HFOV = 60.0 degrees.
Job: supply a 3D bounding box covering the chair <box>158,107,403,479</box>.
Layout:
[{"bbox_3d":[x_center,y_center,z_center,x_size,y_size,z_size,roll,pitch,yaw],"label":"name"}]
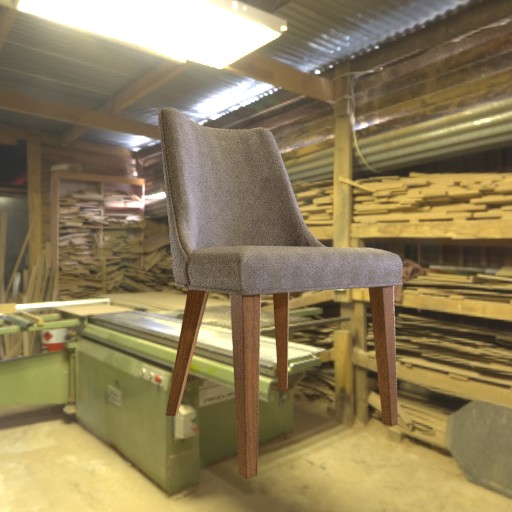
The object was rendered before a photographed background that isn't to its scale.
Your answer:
[{"bbox_3d":[0.000,0.000,1.307,0.548,0.916,0.636,0,0,-36],"label":"chair"}]
